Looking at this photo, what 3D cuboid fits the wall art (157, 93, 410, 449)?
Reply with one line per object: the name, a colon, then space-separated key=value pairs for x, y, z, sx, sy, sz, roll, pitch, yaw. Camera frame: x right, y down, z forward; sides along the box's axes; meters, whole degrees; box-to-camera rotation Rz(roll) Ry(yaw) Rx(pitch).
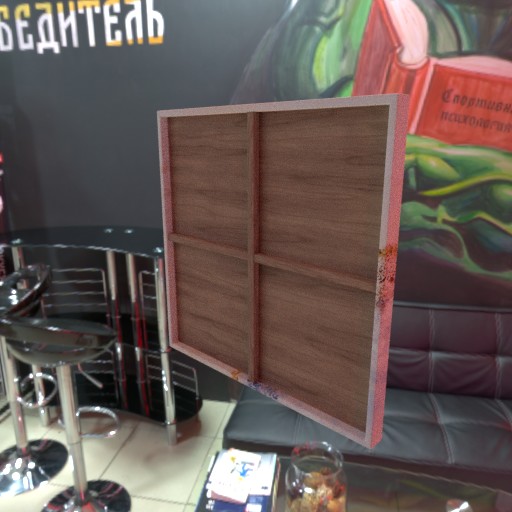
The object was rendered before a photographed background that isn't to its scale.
wall art: x=0.000 y=0.000 z=1.637 sx=1.061 sy=1.061 sz=0.071 roll=13 pitch=20 yaw=41
